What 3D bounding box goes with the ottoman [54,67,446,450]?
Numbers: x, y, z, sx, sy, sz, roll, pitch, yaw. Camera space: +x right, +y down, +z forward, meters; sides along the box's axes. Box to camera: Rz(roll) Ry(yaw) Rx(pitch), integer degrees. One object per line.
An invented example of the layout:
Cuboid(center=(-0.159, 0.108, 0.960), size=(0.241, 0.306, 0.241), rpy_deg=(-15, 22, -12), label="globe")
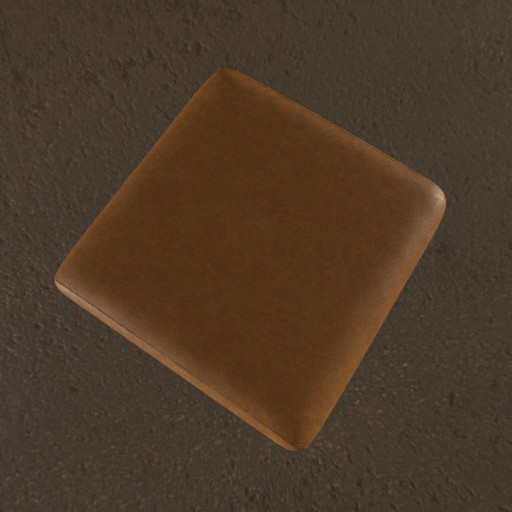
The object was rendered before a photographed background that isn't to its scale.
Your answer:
Cuboid(center=(0.000, 0.000, 1.105), size=(0.650, 0.399, 0.650), rpy_deg=(32, 78, 8), label="ottoman")
